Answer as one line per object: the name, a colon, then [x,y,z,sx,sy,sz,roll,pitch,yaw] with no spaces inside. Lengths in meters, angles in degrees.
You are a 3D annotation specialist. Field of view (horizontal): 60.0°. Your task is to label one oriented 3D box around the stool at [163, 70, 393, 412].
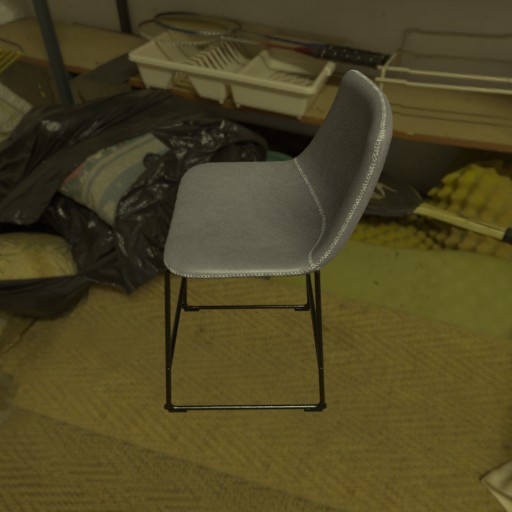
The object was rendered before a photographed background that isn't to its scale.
stool: [0.000,0.000,1.191,0.546,0.876,0.470,0,41,0]
